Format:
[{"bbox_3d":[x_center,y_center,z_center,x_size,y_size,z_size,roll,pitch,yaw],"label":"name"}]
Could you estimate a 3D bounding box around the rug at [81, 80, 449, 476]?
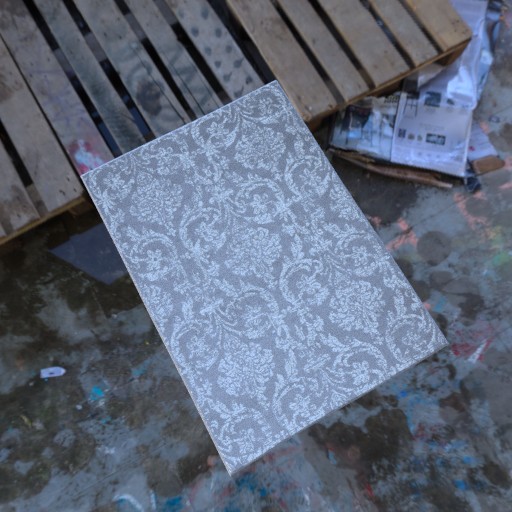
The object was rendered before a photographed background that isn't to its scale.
[{"bbox_3d":[0.000,0.000,2.957,1.578,0.014,2.206,-28,78,-7],"label":"rug"}]
